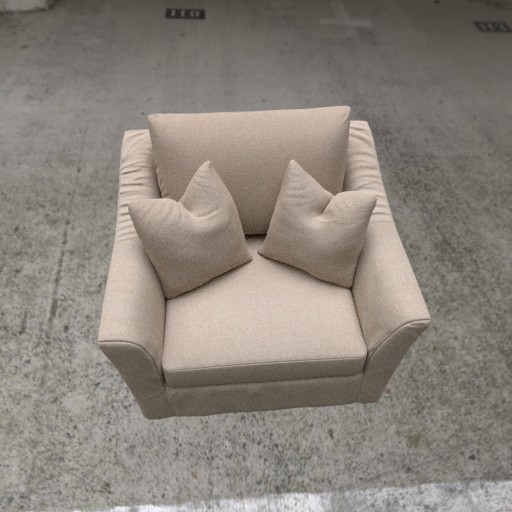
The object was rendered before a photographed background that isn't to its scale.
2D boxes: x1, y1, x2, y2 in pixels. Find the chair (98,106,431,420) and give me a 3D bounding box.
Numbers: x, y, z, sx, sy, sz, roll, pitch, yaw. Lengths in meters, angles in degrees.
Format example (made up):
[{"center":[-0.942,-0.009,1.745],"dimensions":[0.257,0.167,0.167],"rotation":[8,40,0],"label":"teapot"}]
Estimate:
[{"center":[0.000,0.000,2.032],"dimensions":[1.194,1.093,1.071],"rotation":[-3,49,-3],"label":"chair"}]
